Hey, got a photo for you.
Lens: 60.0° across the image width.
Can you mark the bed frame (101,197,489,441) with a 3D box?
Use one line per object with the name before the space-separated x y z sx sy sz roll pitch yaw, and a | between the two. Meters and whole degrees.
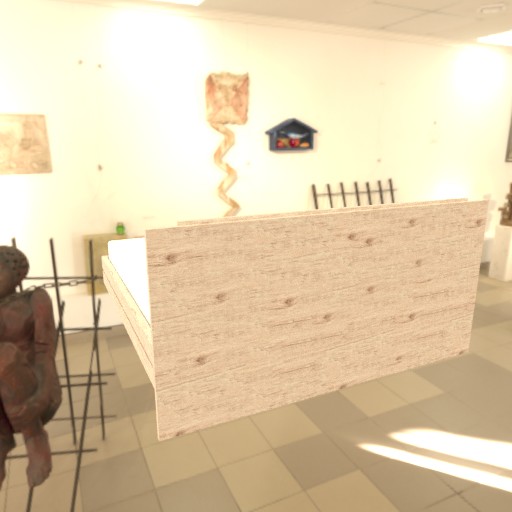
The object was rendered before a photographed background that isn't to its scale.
bed frame | 0.000 0.000 3.147 1.950 0.970 2.080 -7 17 -25
